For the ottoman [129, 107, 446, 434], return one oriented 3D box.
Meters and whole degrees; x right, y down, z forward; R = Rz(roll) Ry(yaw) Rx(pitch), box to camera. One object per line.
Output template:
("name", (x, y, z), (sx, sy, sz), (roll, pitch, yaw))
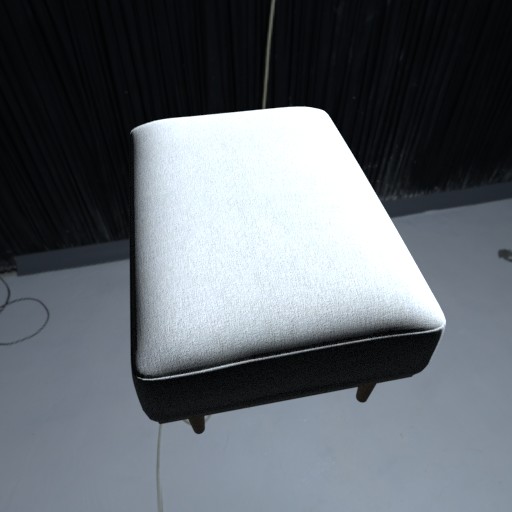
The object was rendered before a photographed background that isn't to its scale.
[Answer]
("ottoman", (0.000, 0.000, 1.065), (0.549, 0.428, 0.749), (-8, 48, -7))
